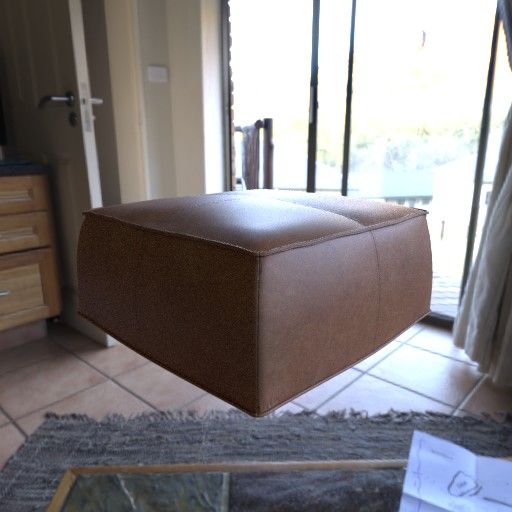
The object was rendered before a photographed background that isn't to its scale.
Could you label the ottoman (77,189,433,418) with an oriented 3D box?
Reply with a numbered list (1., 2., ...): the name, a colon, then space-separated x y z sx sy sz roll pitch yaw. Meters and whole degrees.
1. ottoman: 0.000 0.000 1.454 0.901 0.395 0.902 14 20 43
